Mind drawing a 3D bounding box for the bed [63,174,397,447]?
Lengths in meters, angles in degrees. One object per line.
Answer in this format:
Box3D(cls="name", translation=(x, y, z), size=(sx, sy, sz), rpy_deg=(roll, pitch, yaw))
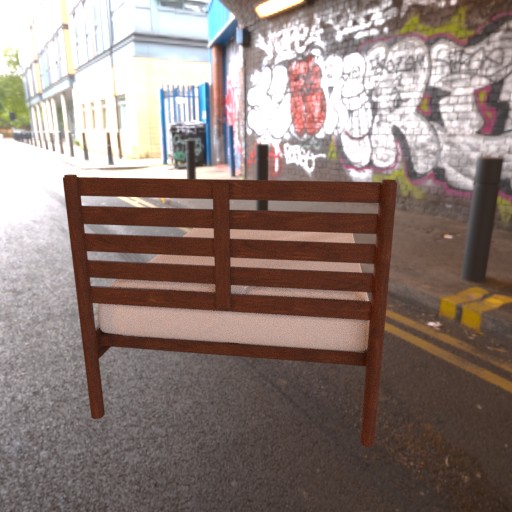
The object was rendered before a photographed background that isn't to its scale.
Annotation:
Box3D(cls="bed", translation=(0.000, 0.000, 3.103), size=(1.509, 1.304, 2.093), rpy_deg=(2, 16, 8))
